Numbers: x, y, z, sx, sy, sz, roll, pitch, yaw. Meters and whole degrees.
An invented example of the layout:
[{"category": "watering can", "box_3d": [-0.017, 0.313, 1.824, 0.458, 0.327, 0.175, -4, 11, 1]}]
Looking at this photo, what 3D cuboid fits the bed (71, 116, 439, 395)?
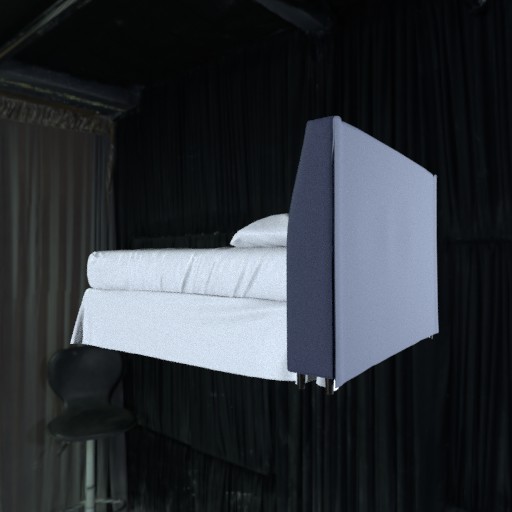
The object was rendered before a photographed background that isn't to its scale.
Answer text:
[{"category": "bed", "box_3d": [0.000, 0.000, 3.468, 2.276, 1.332, 1.925, 0, 0, 36]}]
